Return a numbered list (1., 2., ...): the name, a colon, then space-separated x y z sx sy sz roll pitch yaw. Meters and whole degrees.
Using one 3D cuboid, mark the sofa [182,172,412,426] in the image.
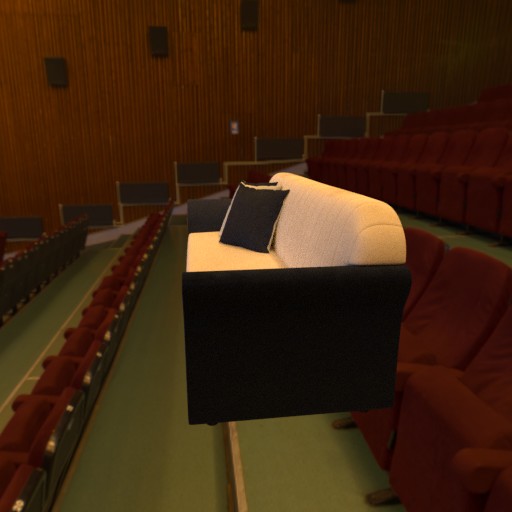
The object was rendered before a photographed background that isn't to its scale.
1. sofa: 0.000 0.000 2.396 0.749 0.789 2.006 -2 14 -8
